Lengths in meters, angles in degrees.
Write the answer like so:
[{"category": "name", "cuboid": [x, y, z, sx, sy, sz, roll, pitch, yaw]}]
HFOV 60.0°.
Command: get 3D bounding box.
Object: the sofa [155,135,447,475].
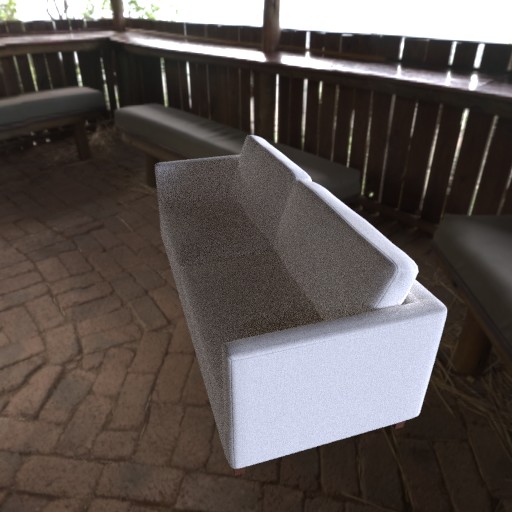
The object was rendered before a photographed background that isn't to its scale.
[{"category": "sofa", "cuboid": [0.000, 0.000, 2.592, 0.924, 0.933, 2.139, -9, 32, -15]}]
